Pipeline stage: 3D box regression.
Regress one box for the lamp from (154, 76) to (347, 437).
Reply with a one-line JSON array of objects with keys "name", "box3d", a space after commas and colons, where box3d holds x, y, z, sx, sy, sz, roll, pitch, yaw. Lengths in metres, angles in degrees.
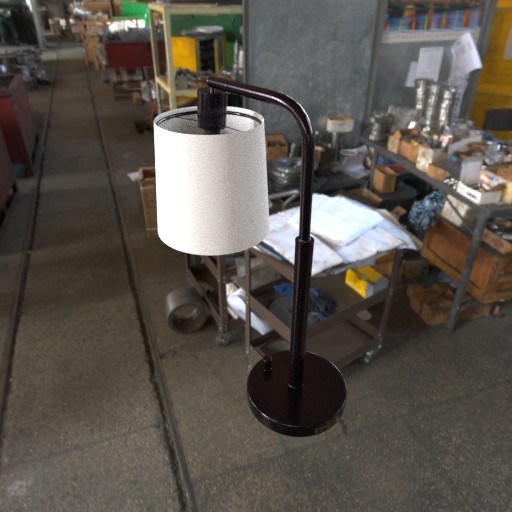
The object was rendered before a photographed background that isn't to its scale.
[{"name": "lamp", "box3d": [0.000, 0.000, 0.659, 0.333, 0.489, 0.171, 21, 37, 31]}]
